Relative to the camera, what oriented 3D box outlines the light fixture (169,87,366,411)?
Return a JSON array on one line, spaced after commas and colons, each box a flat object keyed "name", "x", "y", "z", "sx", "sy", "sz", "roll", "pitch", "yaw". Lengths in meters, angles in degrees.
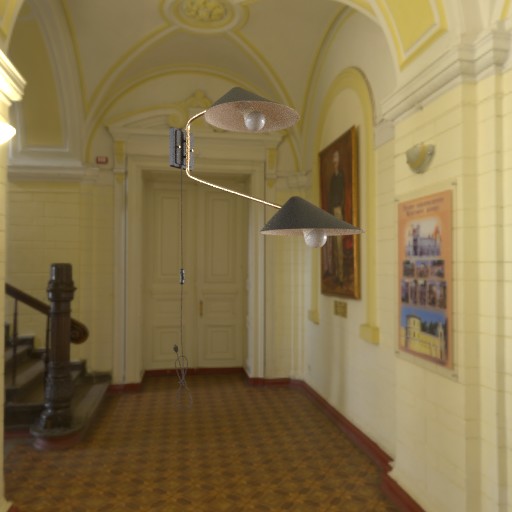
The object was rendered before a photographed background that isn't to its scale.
[{"name": "light fixture", "x": 0.000, "y": 0.000, "z": 0.846, "sx": 0.422, "sy": 0.665, "sz": 0.189, "roll": -1, "pitch": -1, "yaw": 35}]
